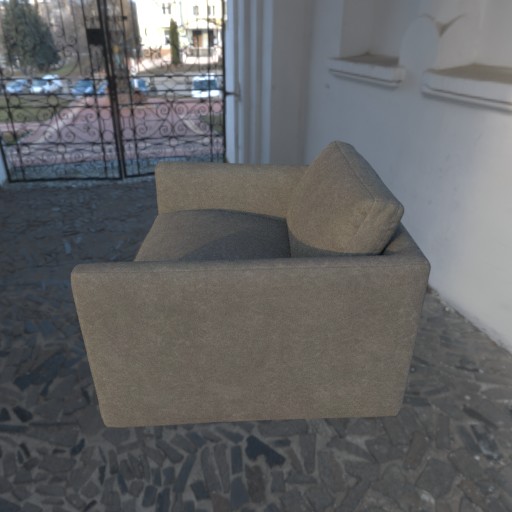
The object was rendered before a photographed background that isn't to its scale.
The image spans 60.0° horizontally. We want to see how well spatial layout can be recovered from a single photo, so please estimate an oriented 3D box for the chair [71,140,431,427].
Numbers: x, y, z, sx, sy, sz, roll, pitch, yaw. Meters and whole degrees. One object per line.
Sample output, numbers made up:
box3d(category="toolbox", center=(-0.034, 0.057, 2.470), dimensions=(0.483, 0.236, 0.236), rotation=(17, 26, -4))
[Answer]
box3d(category="chair", center=(0.000, 0.000, 1.880), dimensions=(1.091, 0.845, 1.190), rotation=(0, 27, 1))
